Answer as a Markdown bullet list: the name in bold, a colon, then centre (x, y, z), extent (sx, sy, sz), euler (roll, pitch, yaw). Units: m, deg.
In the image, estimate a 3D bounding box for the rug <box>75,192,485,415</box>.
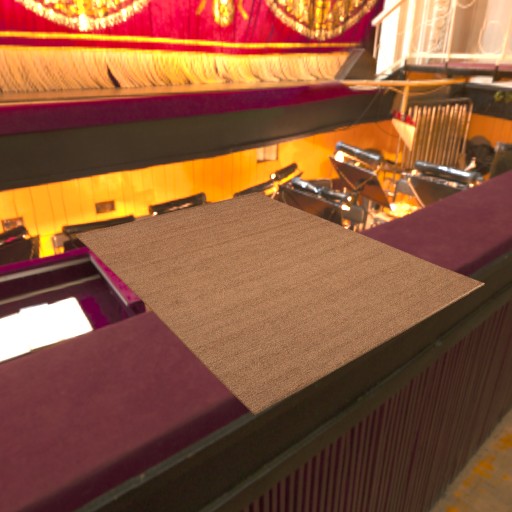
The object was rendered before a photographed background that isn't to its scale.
- **rug**: centre (0.000, 0.000, 4.986), extent (2.873, 0.053, 3.778), euler (-18, 31, -33)
